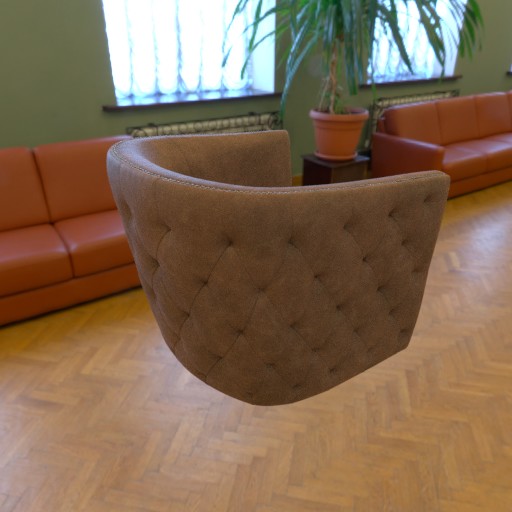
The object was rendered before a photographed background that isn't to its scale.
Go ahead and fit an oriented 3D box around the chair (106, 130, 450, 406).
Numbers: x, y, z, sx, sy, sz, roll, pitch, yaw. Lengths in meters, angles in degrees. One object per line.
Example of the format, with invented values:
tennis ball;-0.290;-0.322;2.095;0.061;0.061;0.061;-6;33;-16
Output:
chair;0.000;0.000;1.539;0.870;0.790;0.850;-18;32;-31
